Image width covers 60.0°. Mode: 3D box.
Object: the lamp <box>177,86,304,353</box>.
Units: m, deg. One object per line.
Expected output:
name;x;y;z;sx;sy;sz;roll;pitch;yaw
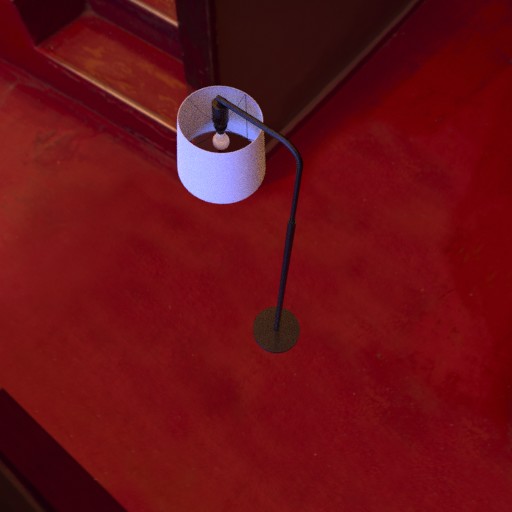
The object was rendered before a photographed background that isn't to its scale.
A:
lamp;0.000;0.000;1.686;0.508;1.478;0.254;33;69;15
